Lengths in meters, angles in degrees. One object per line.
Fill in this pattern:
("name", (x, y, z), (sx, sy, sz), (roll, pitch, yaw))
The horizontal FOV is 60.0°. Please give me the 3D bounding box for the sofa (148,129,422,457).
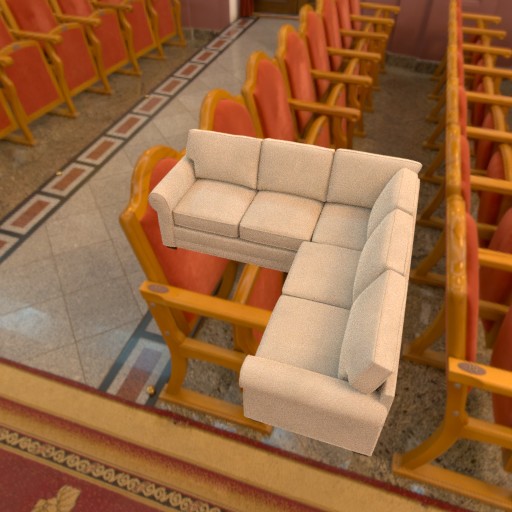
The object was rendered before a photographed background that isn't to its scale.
("sofa", (0.000, 0.000, 3.844), (2.487, 1.054, 2.569), (13, 43, 14))
